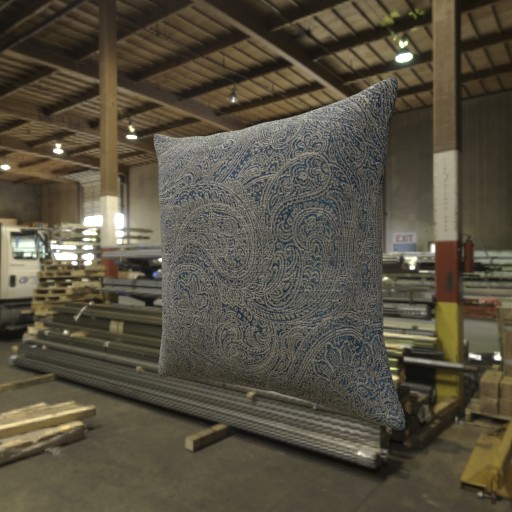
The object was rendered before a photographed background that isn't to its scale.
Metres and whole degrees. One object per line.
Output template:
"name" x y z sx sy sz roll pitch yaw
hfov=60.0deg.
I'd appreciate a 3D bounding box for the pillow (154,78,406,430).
"pillow" 0.000 0.000 0.784 0.523 0.510 0.166 0 0 36
